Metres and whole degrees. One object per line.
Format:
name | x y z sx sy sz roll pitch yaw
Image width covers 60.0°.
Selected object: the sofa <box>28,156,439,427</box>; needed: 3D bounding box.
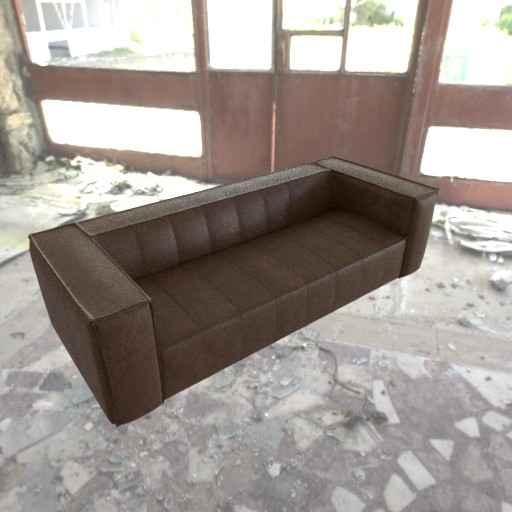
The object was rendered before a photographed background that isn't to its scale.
sofa | 0.000 0.000 3.022 2.581 0.701 1.102 -21 35 -32
